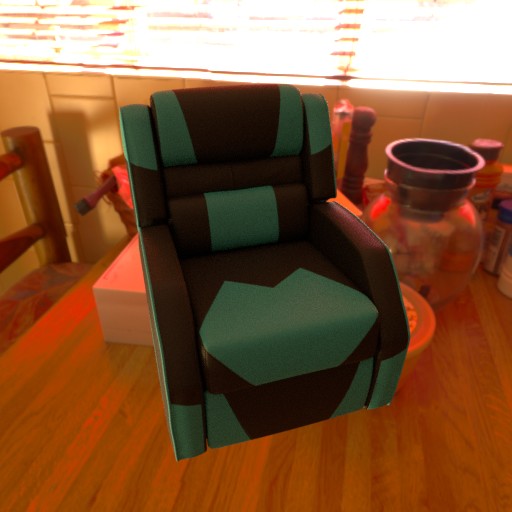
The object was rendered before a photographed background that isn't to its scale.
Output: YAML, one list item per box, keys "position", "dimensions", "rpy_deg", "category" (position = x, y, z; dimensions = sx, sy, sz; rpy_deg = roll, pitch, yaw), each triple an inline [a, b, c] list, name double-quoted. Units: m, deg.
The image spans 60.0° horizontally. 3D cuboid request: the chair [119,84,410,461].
- position: [0.000, 0.000, 1.242]
  dimensions: [0.620, 0.805, 0.672]
  rpy_deg: [-9, 32, -15]
  category: "chair"
